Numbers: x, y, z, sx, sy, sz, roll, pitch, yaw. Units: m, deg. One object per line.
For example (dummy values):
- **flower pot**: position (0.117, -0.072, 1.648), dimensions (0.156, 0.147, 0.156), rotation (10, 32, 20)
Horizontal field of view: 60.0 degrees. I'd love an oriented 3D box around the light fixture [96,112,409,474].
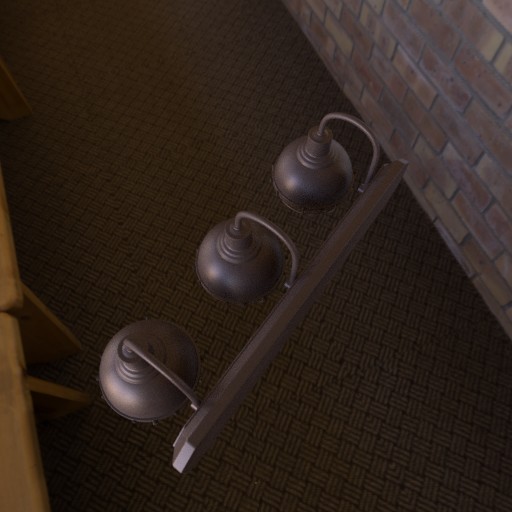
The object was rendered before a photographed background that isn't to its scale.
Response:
- **light fixture**: position (0.000, 0.000, 0.731), dimensions (0.229, 0.254, 0.634), rotation (33, 68, 16)
